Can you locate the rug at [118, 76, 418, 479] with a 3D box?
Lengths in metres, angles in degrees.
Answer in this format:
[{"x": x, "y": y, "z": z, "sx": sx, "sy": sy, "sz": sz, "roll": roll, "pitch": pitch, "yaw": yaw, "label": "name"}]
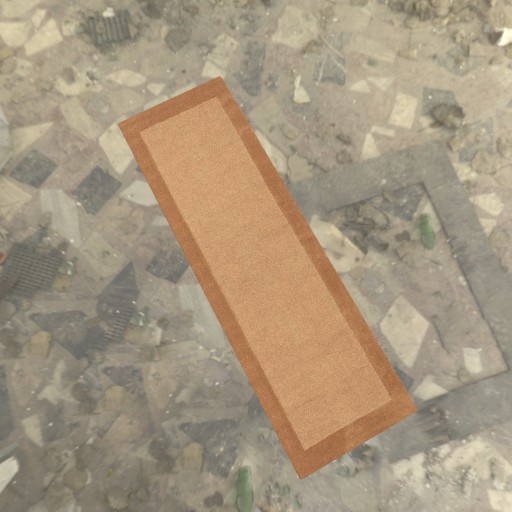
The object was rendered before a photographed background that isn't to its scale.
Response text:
[{"x": 0.000, "y": 0.000, "z": 2.704, "sx": 0.764, "sy": 0.017, "sz": 2.439, "roll": -28, "pitch": 78, "yaw": -6, "label": "rug"}]
